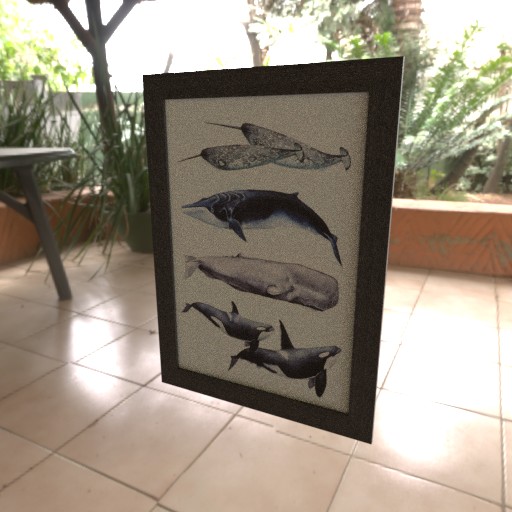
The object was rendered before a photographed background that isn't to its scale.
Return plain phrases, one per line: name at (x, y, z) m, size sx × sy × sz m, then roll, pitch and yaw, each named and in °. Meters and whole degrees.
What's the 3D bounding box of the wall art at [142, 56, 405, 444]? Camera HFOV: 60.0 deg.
wall art at (0.000, 0.000, 1.410) m, size 0.810 × 1.116 × 0.016 m, roll 8°, pitch 17°, yaw 25°
